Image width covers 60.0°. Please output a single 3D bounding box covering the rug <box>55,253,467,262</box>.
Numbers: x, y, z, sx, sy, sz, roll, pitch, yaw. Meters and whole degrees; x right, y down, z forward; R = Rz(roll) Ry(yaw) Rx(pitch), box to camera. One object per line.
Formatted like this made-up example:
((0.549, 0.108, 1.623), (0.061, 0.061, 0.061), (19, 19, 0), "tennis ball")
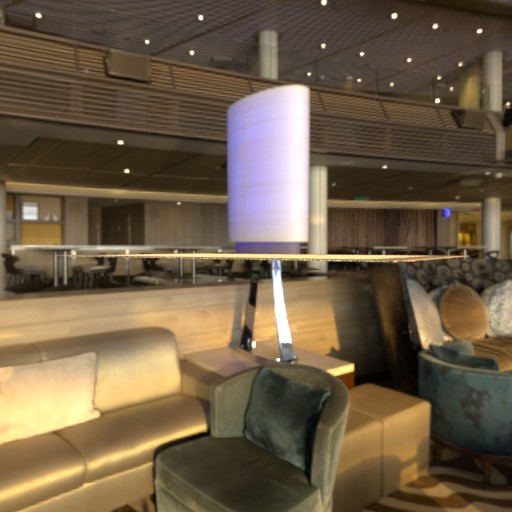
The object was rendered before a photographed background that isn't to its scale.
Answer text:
((0.000, 0.000, 3.038), (2.435, 0.006, 1.521), (1, 1, 36), "rug")
